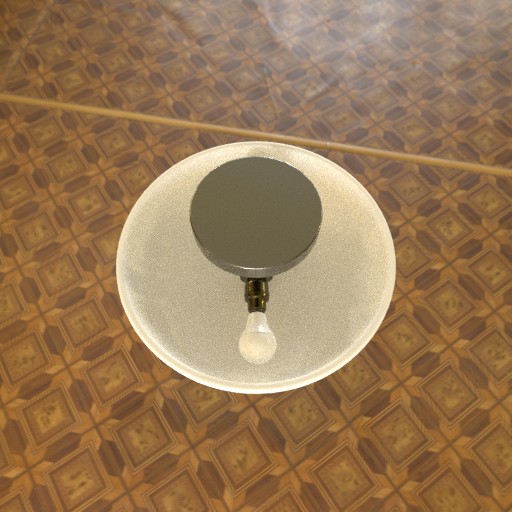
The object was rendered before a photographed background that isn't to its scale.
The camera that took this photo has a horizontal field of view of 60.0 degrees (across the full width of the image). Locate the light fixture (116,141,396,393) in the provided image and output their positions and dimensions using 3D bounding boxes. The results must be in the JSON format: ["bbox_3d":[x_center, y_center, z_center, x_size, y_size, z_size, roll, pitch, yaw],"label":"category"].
[{"bbox_3d":[0.000,0.000,0.542,0.330,0.214,0.330,0,63,0],"label":"light fixture"}]
